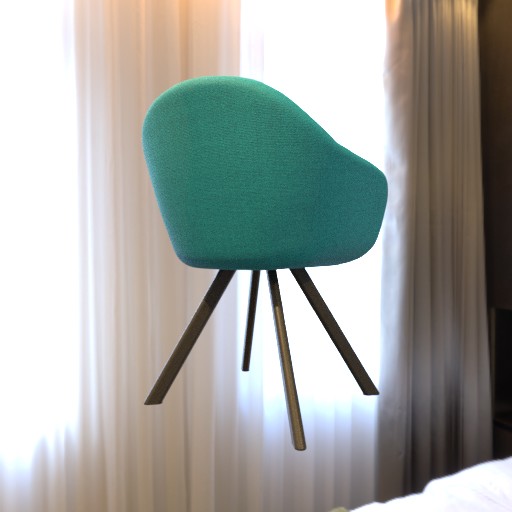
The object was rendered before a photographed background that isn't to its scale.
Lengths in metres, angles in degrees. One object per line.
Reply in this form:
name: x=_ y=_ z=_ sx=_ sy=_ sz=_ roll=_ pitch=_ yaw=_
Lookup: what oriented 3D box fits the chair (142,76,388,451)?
chair: x=0.000 y=0.000 z=1.192 sx=0.590 sy=0.795 sz=0.550 roll=0 pitch=1 yaw=35
